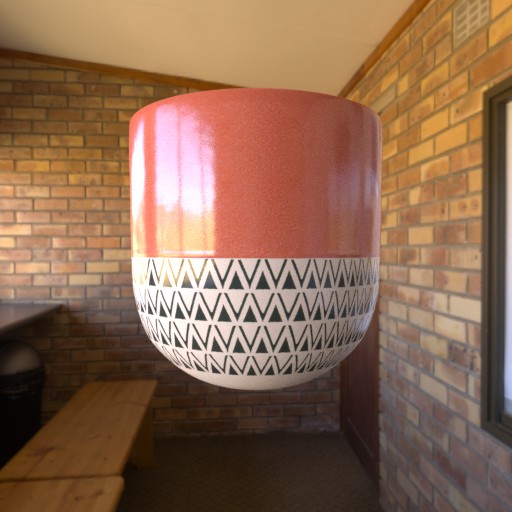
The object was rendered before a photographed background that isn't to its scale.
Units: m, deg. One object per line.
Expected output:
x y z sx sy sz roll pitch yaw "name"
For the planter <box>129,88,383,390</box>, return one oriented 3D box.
0.000 0.000 0.485 0.266 0.270 0.266 0 1 0 "planter"
